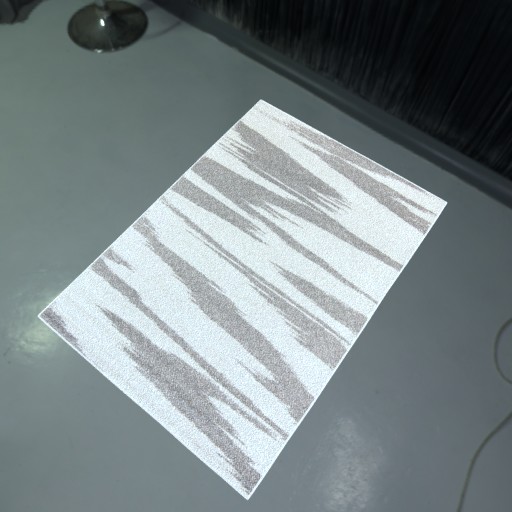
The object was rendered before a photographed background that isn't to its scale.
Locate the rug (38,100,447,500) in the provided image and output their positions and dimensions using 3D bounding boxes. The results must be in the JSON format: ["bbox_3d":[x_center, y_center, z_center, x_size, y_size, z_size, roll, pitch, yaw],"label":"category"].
[{"bbox_3d":[0.000,0.000,2.719,1.533,0.010,2.142,34,68,16],"label":"rug"}]
